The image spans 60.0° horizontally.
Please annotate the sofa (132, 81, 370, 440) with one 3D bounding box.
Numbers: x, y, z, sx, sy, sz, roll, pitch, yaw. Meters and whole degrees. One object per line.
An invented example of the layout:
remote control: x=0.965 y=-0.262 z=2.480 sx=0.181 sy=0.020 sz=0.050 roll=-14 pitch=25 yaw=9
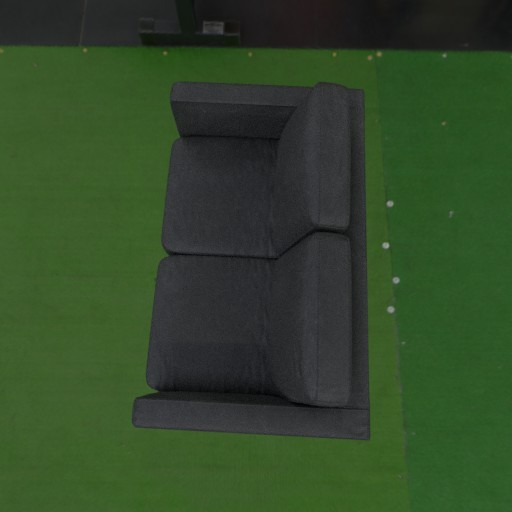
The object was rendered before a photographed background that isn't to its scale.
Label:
sofa: x=0.000 y=0.000 z=1.968 sx=0.879 sy=0.899 sz=1.430 roll=3 pitch=74 yaw=1
